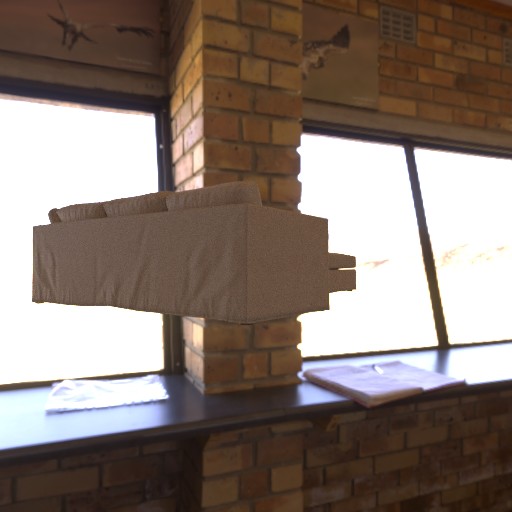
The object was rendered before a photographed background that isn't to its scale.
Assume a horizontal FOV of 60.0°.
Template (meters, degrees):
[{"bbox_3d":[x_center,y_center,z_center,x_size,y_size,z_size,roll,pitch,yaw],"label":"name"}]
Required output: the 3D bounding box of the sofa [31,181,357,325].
[{"bbox_3d":[0.000,0.000,4.599,2.427,0.882,3.460,-1,-1,36],"label":"sofa"}]
